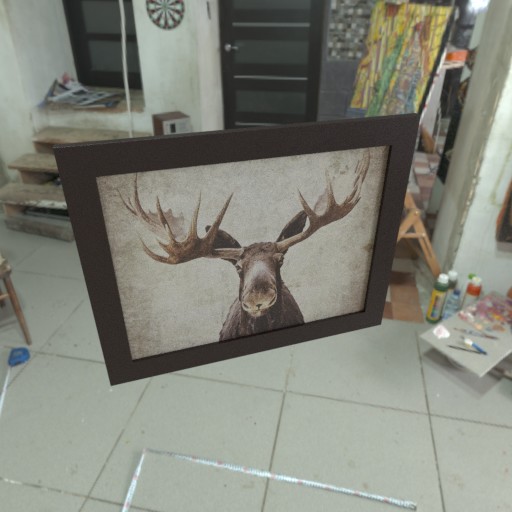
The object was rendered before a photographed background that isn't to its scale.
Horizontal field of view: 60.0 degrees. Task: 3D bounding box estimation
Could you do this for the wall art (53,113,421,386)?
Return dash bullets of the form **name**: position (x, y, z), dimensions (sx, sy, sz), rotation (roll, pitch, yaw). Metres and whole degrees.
- **wall art**: position (0.000, 0.000, 1.660), dimensions (1.207, 0.952, 0.034), rotation (-9, 33, -15)
